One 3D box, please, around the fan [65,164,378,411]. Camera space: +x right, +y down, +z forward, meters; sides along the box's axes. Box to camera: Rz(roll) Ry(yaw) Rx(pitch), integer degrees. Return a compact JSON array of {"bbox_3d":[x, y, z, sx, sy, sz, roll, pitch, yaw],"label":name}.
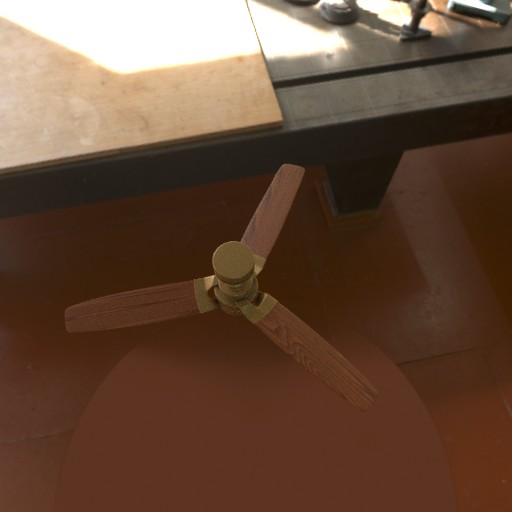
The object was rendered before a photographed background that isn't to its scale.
[{"bbox_3d":[0.000,0.000,2.061,1.416,0.425,1.271,20,64,10],"label":"fan"}]
